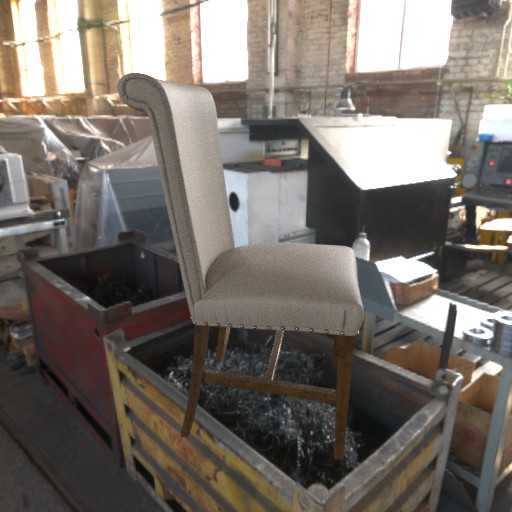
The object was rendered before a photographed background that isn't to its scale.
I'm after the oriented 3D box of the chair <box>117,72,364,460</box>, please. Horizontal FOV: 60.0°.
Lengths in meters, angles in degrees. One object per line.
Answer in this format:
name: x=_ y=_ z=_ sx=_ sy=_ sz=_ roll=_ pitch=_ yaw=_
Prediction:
chair: x=0.000 y=0.000 z=1.328 sx=0.608 sy=0.988 sz=0.513 roll=3 pitch=18 yaw=9
